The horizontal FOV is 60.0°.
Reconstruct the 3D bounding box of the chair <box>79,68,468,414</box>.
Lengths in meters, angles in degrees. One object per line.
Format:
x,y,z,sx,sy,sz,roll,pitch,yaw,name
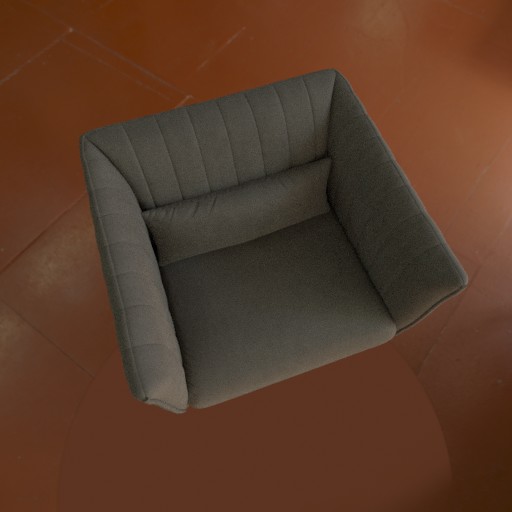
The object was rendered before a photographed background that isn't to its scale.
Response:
0.000,0.000,1.616,0.981,0.779,0.873,-18,66,-8,chair
